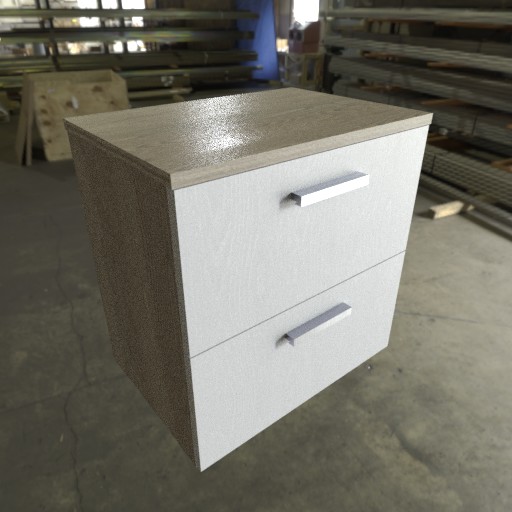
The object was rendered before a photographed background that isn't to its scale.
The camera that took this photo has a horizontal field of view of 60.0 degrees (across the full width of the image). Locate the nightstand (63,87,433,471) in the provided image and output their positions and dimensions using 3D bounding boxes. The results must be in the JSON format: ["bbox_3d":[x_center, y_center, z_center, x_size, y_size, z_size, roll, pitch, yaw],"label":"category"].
[{"bbox_3d":[0.000,0.000,0.751,0.442,0.461,0.325,-21,36,-33],"label":"nightstand"}]
